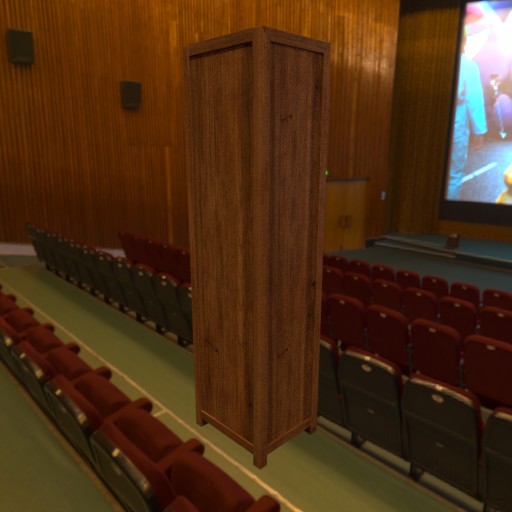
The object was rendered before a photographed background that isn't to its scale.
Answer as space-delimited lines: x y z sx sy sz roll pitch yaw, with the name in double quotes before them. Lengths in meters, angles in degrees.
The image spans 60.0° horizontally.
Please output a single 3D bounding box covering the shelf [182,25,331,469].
"shelf" 0.000 0.000 2.164 0.428 1.900 0.500 -13 19 -42
